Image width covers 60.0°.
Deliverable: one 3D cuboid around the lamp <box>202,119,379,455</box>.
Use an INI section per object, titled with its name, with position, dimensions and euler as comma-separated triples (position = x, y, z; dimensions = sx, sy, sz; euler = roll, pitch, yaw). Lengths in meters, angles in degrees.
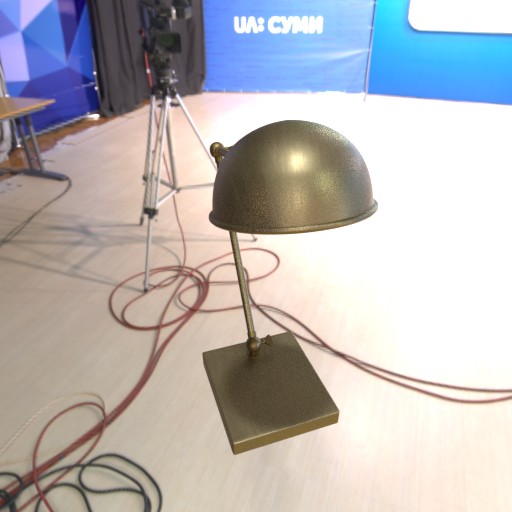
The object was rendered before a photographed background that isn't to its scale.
[lamp]
position = 0.000, 0.000, 0.532
dimensions = 0.149, 0.371, 0.339
euler = -11, 34, -16
